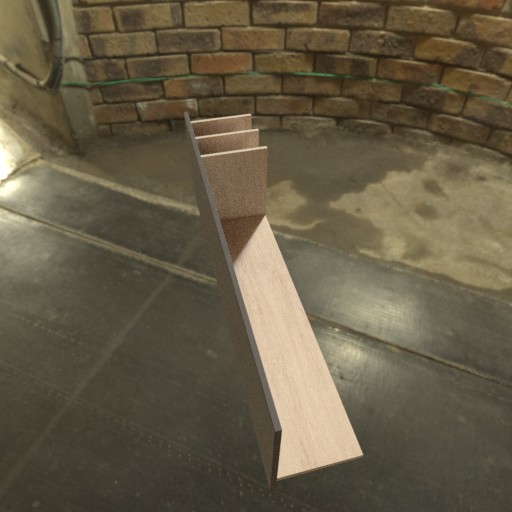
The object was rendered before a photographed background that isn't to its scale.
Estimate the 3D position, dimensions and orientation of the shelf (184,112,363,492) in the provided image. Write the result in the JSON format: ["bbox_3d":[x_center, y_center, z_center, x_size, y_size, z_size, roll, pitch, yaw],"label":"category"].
[{"bbox_3d":[0.000,0.000,1.149,0.200,0.300,1.020,-10,47,-10],"label":"shelf"}]
